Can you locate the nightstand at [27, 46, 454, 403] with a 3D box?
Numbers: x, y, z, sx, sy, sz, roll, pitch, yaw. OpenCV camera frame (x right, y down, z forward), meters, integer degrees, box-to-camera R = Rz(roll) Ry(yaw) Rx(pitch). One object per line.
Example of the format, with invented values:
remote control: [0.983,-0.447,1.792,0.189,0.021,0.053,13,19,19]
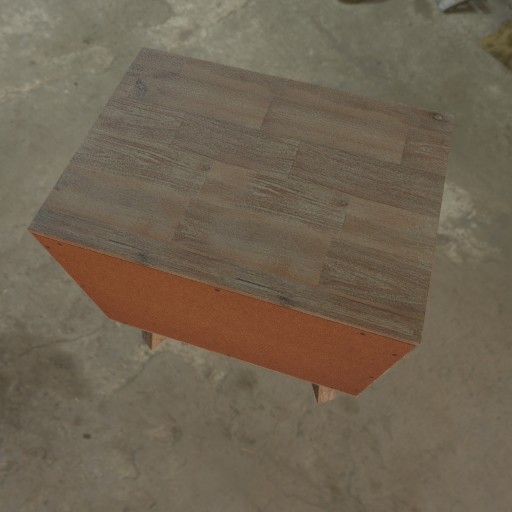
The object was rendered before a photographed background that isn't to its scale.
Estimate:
nightstand: [0.000,0.000,0.933,0.552,0.589,0.396,16,64,8]
